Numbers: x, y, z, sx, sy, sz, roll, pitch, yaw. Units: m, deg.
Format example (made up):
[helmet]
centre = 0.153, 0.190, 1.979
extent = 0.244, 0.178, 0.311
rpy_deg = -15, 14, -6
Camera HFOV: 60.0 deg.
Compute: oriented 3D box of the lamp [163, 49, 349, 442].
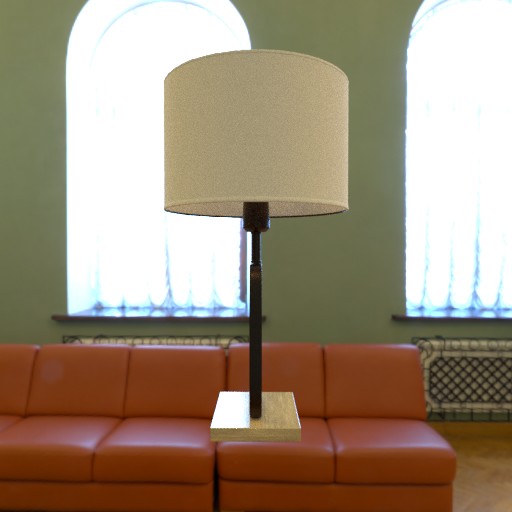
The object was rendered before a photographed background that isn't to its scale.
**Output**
[lamp]
centre = 0.000, 0.000, 0.683
extent = 0.279, 0.508, 0.279
rpy_deg = 0, 1, 1
